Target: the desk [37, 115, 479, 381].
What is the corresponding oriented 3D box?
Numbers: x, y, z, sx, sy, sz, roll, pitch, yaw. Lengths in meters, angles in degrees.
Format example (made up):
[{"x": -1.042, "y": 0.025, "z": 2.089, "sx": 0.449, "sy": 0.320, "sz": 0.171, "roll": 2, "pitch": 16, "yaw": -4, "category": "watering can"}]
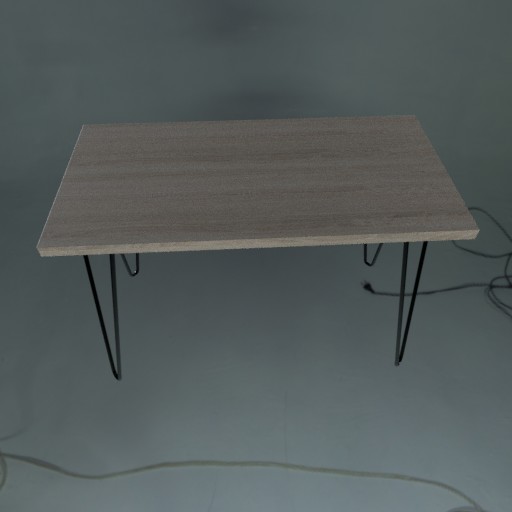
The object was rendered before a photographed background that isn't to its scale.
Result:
[{"x": 0.000, "y": 0.000, "z": 1.401, "sx": 0.991, "sy": 0.660, "sz": 0.499, "roll": -2, "pitch": 48, "yaw": -2, "category": "desk"}]
